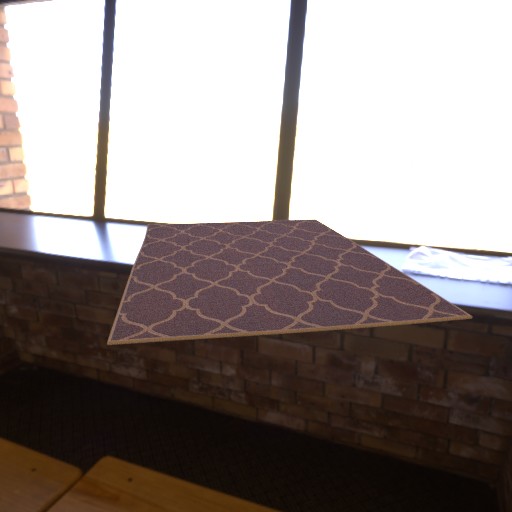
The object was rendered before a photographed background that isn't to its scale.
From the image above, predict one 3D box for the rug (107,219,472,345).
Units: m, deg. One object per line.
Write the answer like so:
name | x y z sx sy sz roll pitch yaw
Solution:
rug | 0.000 0.000 2.867 1.526 0.014 2.290 -3 16 -9
